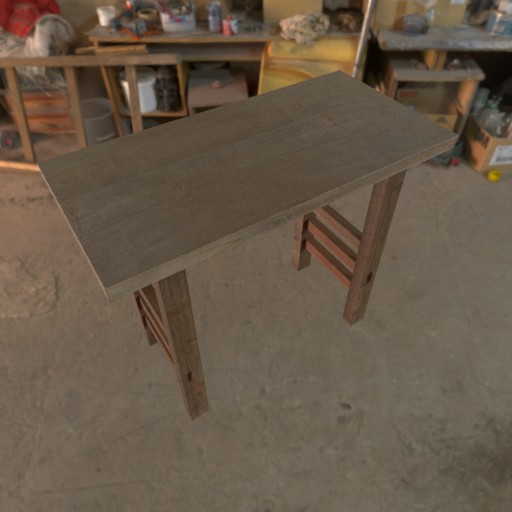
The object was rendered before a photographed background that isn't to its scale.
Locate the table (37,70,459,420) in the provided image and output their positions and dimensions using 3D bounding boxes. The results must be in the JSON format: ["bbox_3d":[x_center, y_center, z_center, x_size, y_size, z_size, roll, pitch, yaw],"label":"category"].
[{"bbox_3d":[0.000,0.000,1.633,1.119,0.914,0.556,-25,51,-22],"label":"table"}]
